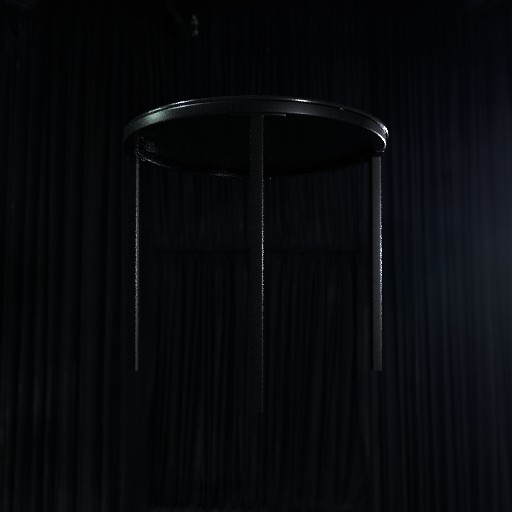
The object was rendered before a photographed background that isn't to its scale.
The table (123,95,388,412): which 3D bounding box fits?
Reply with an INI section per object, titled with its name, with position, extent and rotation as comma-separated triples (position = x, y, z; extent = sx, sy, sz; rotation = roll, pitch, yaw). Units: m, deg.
[table]
position = 0.000, 0.000, 0.868
extent = 0.499, 0.443, 0.499
rotation = 0, -1, 0
